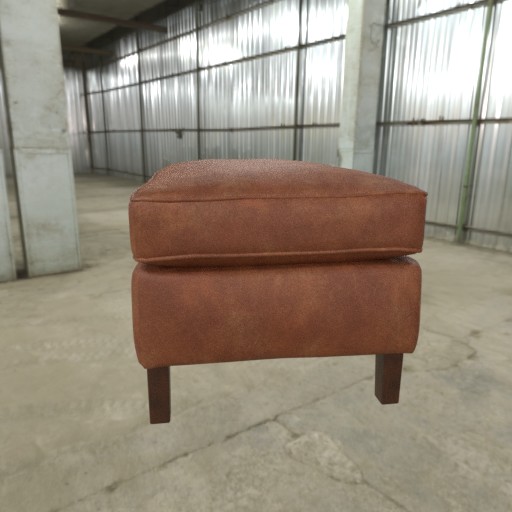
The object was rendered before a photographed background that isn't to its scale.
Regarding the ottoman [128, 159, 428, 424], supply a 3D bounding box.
[{"bbox_3d":[0.000,0.000,1.005,0.501,0.418,0.665,-2,14,-8],"label":"ottoman"}]
